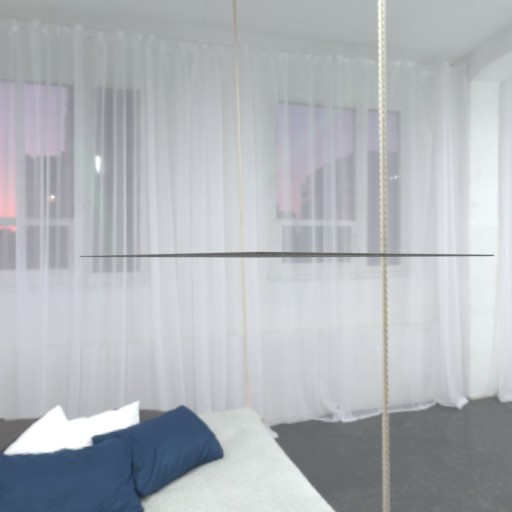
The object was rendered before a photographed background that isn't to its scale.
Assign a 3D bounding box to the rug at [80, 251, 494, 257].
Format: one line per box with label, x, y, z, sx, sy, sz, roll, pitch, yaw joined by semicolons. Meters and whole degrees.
rug;0.000;0.000;4.229;2.393;0.013;3.307;0;-1;-36
